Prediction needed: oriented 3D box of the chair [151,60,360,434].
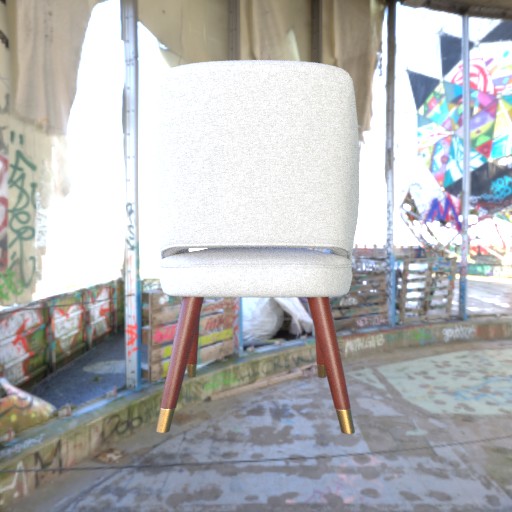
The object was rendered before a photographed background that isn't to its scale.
[{"bbox_3d":[0.000,0.000,1.287,0.609,0.889,0.600,0,2,1],"label":"chair"}]
